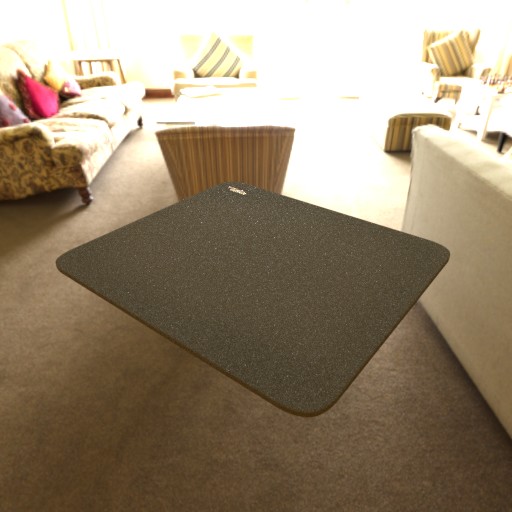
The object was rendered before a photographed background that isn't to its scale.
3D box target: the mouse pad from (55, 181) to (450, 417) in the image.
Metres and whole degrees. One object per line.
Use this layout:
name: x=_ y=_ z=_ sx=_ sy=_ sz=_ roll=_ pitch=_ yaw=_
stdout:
mouse pad: x=0.000 y=0.000 z=0.329 sx=0.229 sy=0.003 sz=0.203 roll=22 pitch=38 yaw=32
